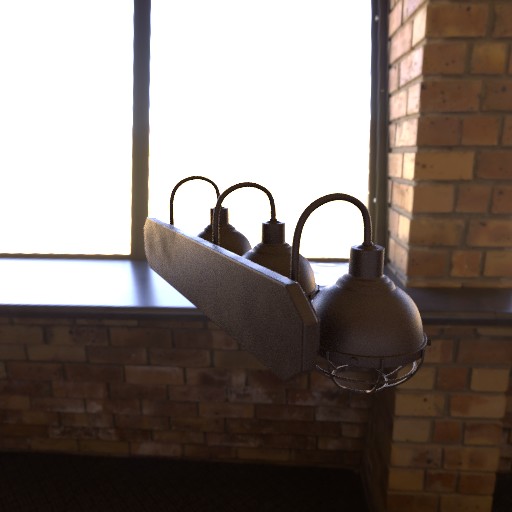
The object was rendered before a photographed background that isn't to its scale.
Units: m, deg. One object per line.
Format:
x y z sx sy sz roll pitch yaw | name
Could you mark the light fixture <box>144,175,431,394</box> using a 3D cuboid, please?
0.000 0.000 0.762 0.229 0.254 0.634 -7 15 -27 | light fixture
